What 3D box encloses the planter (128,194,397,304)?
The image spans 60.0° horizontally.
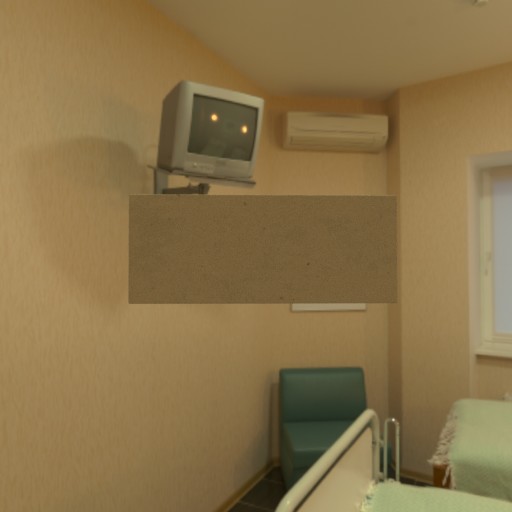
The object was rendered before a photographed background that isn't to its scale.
[{"bbox_3d":[0.000,0.000,0.375,0.127,0.051,0.333,0,-1,-1],"label":"planter"}]
